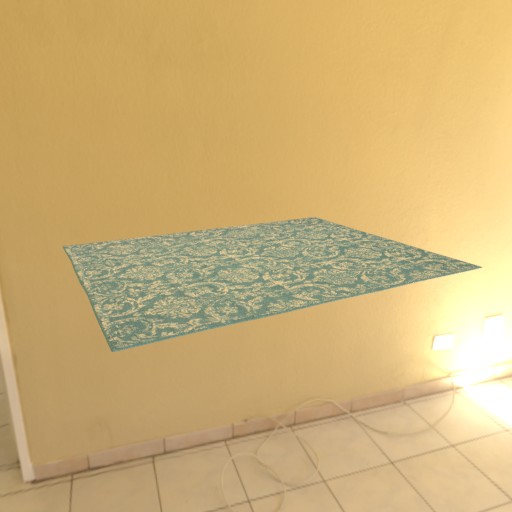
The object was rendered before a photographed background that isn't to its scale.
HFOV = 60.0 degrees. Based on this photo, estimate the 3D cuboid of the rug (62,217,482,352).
[{"bbox_3d":[0.000,0.000,3.973,2.980,0.012,2.363,-9,19,-27],"label":"rug"}]
